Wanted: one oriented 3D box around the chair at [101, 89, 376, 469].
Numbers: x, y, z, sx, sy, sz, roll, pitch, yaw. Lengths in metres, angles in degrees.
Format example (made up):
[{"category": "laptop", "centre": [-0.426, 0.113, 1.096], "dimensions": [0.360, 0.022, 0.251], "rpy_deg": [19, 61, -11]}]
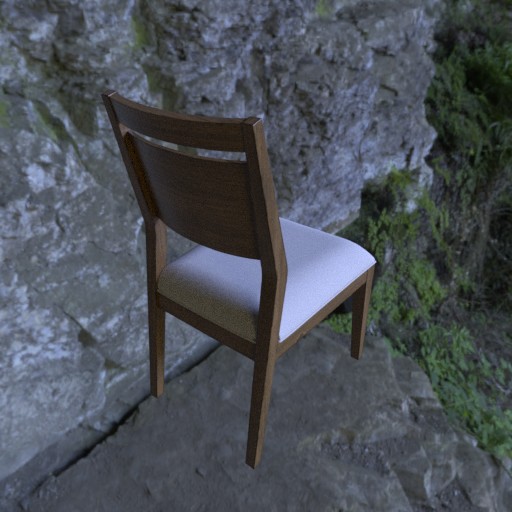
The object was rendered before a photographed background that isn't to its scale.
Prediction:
[{"category": "chair", "centre": [0.000, 0.000, 1.278], "dimensions": [0.497, 0.939, 0.610], "rpy_deg": [22, 37, 32]}]
